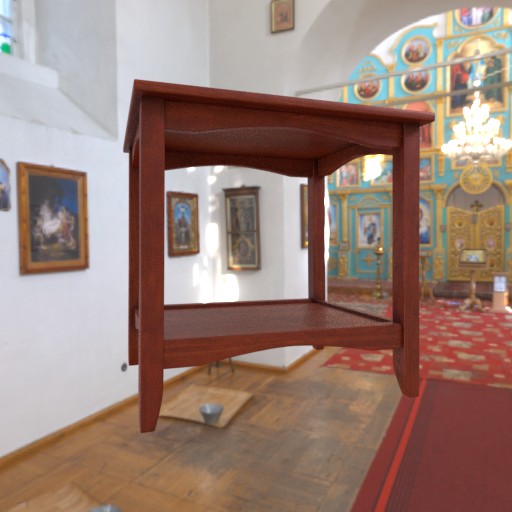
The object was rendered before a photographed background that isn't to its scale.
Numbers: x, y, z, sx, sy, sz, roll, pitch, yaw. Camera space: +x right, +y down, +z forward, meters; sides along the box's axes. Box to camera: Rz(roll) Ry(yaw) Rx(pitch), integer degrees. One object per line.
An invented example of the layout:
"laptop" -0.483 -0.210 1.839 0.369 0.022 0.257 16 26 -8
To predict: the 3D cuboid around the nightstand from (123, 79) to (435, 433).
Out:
"nightstand" 0.000 0.000 1.006 0.558 0.558 0.501 -1 2 -18
